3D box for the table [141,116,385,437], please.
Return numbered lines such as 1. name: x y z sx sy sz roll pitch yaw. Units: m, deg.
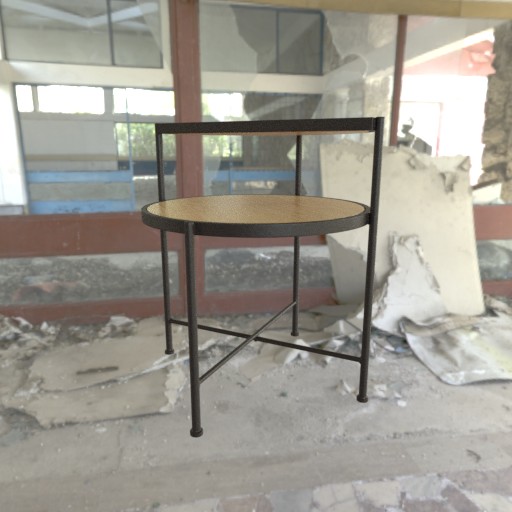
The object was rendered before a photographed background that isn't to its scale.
1. table: 0.000 0.000 1.169 0.629 0.684 0.628 7 15 25
